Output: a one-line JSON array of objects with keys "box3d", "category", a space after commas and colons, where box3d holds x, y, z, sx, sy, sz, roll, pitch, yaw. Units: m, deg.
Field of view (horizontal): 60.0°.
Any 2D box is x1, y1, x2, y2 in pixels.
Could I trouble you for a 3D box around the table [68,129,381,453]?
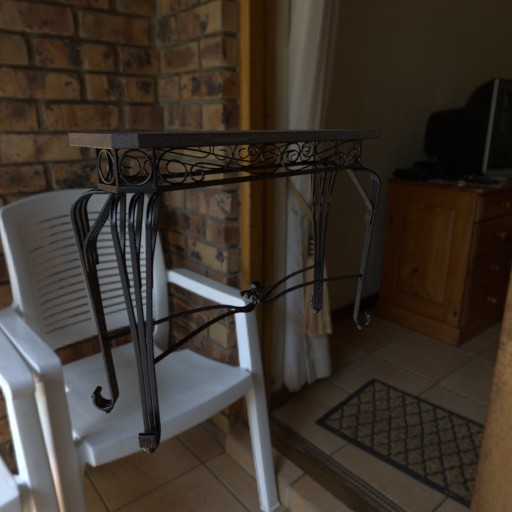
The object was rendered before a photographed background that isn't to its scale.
[{"box3d": [0.000, 0.000, 1.474, 0.329, 0.800, 1.112, 16, 23, 42], "category": "table"}]
